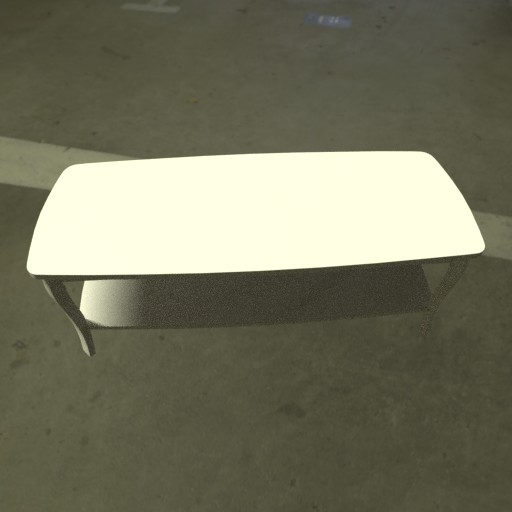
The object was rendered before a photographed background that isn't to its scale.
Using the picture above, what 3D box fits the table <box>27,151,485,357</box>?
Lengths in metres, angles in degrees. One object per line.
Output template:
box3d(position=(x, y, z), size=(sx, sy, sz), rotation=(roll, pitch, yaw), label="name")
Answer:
box3d(position=(0.000, 0.000, 1.569), size=(1.334, 0.474, 0.561), rotation=(-3, 47, -3), label="table")
